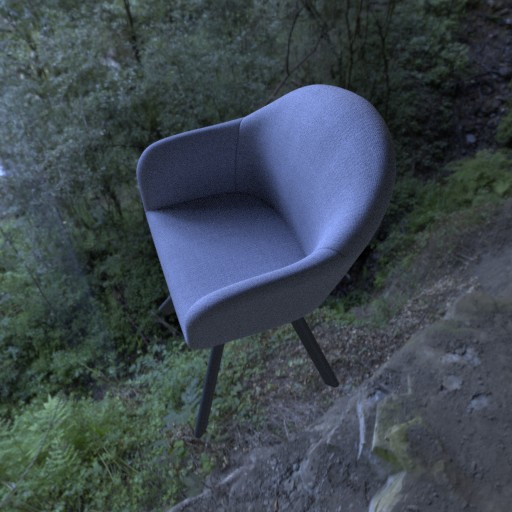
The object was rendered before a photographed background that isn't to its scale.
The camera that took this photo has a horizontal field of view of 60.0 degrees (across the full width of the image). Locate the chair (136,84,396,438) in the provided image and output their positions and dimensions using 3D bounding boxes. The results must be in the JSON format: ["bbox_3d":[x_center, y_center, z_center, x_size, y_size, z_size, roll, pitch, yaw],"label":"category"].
[{"bbox_3d":[0.000,0.000,1.184,0.550,0.795,0.590,-15,48,-14],"label":"chair"}]
